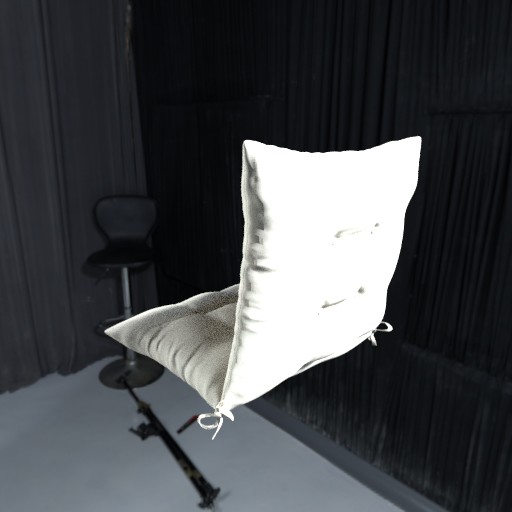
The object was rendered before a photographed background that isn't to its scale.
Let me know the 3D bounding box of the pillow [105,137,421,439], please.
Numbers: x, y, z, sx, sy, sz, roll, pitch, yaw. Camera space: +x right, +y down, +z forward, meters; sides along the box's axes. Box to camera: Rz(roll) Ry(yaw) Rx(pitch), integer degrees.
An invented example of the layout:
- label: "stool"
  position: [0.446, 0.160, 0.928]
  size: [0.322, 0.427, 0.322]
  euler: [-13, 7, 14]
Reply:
- label: "pillow"
  position: [0.000, 0.000, 1.019]
  size: [0.541, 0.536, 0.585]
  euler: [-15, 22, -41]
